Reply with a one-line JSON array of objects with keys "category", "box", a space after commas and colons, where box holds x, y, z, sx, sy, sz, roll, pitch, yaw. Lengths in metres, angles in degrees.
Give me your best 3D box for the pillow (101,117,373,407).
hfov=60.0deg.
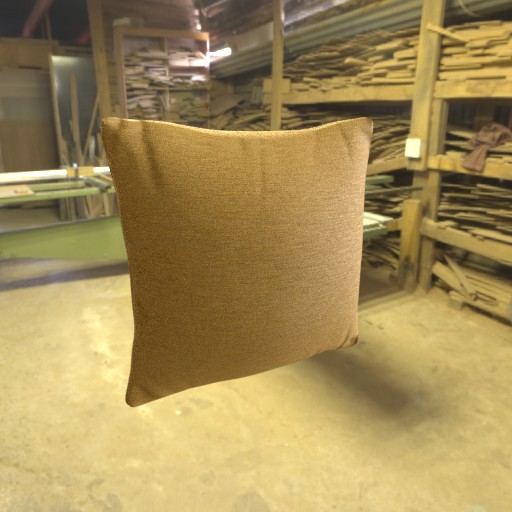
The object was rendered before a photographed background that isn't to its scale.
[{"category": "pillow", "box": [0.000, 0.000, 0.697, 0.435, 0.417, 0.247, -9, 19, -26]}]
